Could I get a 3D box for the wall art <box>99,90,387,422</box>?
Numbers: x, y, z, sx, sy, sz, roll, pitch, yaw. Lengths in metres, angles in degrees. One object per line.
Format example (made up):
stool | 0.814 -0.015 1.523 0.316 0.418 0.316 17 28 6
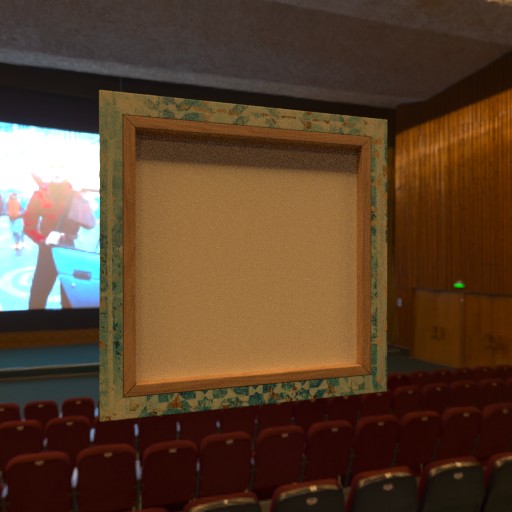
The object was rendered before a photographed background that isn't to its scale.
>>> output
wall art | 0.000 0.000 1.376 0.916 0.916 0.040 0 0 -17
